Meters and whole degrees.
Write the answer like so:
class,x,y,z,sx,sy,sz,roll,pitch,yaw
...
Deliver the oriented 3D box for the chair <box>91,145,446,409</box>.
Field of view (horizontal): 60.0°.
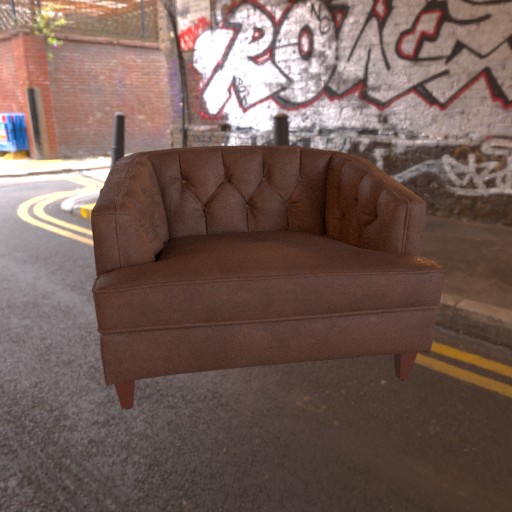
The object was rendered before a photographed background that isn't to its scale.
class,x,y,z,sx,sy,sz,roll,pitch,yaw
chair,0.000,0.000,1.727,1.118,0.787,0.914,-3,18,-9
